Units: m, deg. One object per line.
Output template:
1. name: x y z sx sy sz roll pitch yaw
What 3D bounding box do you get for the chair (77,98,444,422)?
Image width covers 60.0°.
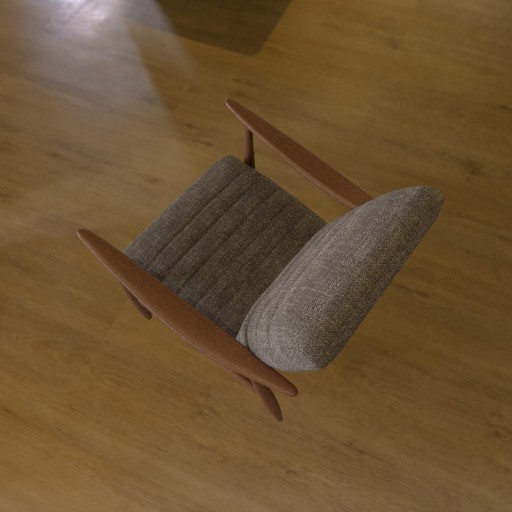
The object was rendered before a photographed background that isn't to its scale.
1. chair: 0.000 0.000 1.463 0.798 0.832 0.741 36 69 16
